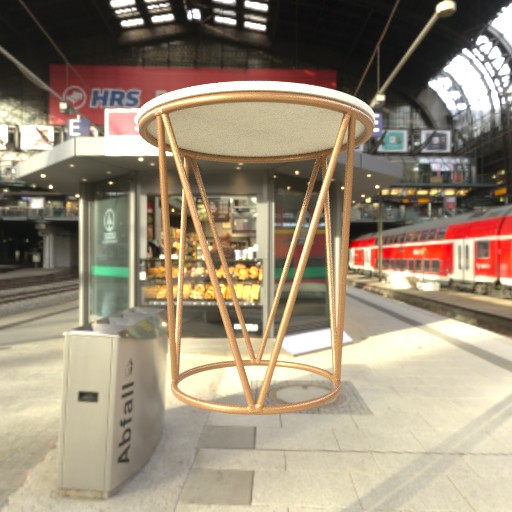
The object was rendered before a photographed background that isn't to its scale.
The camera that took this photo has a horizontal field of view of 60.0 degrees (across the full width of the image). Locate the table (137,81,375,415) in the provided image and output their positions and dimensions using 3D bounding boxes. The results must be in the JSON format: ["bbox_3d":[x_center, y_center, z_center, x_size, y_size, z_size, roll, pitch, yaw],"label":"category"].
[{"bbox_3d":[0.000,0.000,0.964,0.500,0.564,0.500,0,0,0],"label":"table"}]
